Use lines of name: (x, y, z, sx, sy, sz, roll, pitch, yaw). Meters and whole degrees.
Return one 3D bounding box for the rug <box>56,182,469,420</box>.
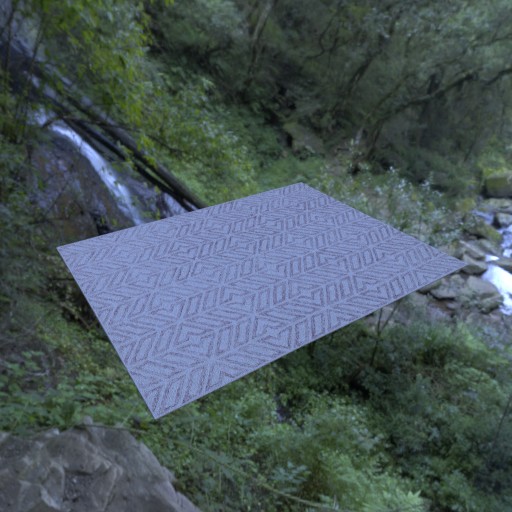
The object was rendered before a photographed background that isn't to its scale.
rug: (0.000, 0.000, 4.164, 3.045, 0.008, 2.421, -19, 36, -29)
